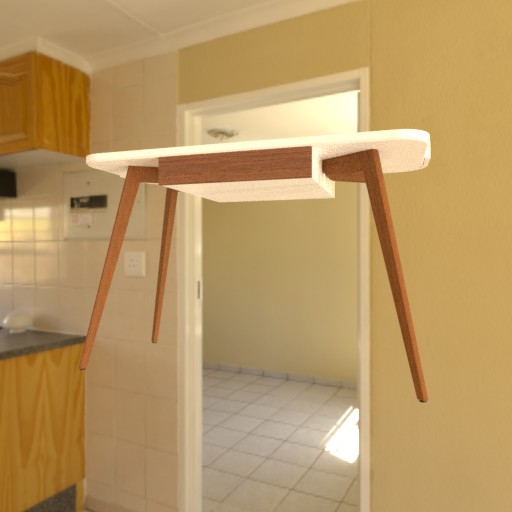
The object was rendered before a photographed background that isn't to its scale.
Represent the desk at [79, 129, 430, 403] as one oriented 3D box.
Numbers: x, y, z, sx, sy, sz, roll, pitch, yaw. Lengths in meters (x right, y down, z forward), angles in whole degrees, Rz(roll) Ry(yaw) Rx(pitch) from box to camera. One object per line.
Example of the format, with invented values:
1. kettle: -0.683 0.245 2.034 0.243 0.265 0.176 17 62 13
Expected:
1. desk: 0.000 0.000 1.641 1.206 0.807 0.534 0 0 18
